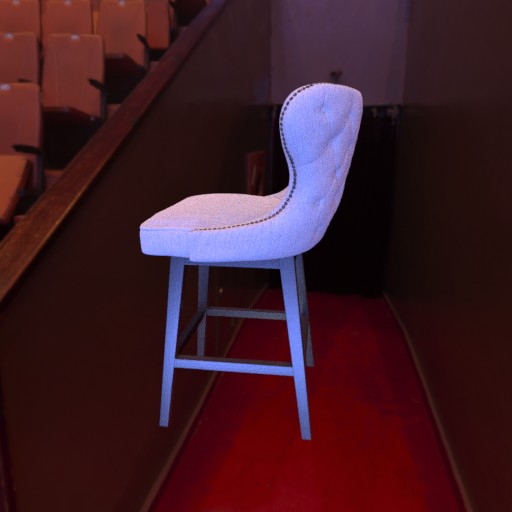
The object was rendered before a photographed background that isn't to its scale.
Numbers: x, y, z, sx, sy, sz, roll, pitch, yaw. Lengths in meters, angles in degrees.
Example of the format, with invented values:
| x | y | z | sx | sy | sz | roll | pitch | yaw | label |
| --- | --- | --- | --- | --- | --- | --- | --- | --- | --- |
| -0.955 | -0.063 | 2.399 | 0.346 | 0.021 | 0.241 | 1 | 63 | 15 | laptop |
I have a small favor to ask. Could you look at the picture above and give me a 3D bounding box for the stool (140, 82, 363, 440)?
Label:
| x | y | z | sx | sy | sz | roll | pitch | yaw | label |
| --- | --- | --- | --- | --- | --- | --- | --- | --- | --- |
| 0.000 | 0.000 | 1.393 | 0.597 | 0.972 | 0.615 | 2 | 16 | 8 | stool |
